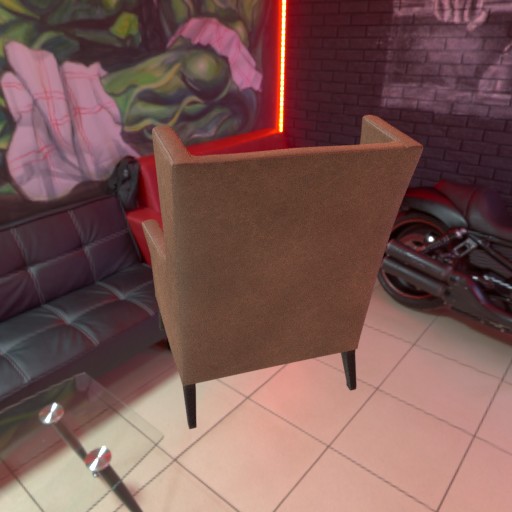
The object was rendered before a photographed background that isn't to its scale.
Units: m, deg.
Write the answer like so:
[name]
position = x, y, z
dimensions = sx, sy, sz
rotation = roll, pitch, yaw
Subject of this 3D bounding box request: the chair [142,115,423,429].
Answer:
[chair]
position = 0.000, 0.000, 1.749
dimensions = 0.815, 1.088, 0.913
rotation = -8, 27, -16
